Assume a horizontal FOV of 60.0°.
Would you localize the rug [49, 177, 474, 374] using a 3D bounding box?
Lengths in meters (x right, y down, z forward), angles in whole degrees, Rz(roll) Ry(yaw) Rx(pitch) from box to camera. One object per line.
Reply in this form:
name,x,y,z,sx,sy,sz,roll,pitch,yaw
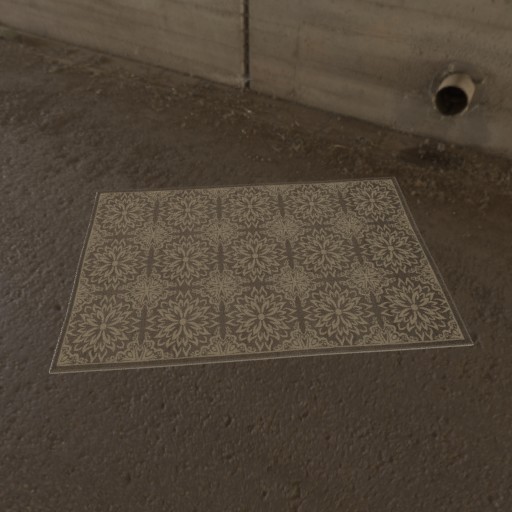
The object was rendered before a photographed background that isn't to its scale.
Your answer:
rug,0.000,0.000,3.467,2.746,0.018,1.819,-3,47,-3
